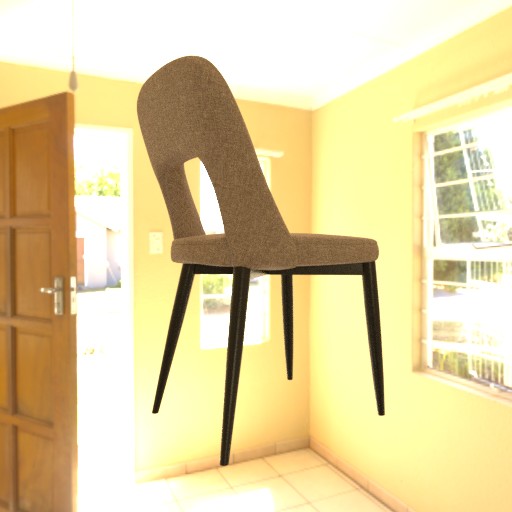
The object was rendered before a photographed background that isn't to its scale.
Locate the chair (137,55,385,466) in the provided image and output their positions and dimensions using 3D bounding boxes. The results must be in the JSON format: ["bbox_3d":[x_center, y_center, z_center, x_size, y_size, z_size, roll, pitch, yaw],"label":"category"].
[{"bbox_3d":[0.000,0.000,1.267,0.612,0.931,0.470,-1,1,-35],"label":"chair"}]
